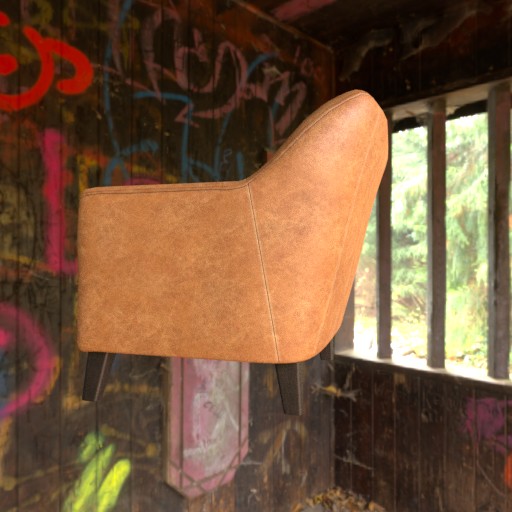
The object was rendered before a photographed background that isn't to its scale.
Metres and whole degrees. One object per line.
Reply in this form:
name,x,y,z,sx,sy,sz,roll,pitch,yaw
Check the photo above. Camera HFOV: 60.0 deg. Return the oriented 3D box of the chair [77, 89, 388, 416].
chair,0.000,0.000,1.808,1.034,0.980,1.037,0,0,17
